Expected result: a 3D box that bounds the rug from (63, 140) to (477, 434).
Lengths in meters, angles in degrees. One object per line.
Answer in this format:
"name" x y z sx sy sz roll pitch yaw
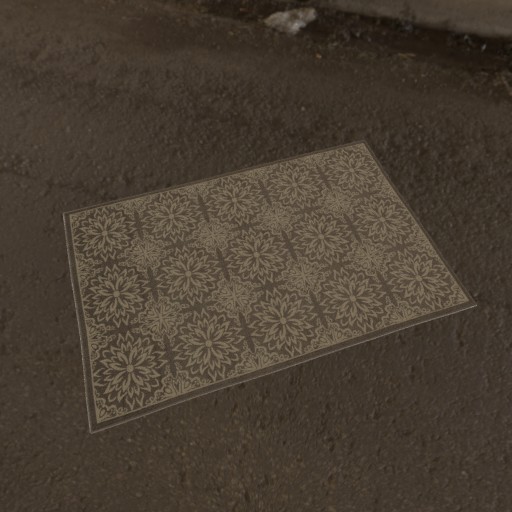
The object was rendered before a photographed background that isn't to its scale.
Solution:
"rug" 0.000 0.000 3.420 2.746 0.018 1.819 -16 58 -10
